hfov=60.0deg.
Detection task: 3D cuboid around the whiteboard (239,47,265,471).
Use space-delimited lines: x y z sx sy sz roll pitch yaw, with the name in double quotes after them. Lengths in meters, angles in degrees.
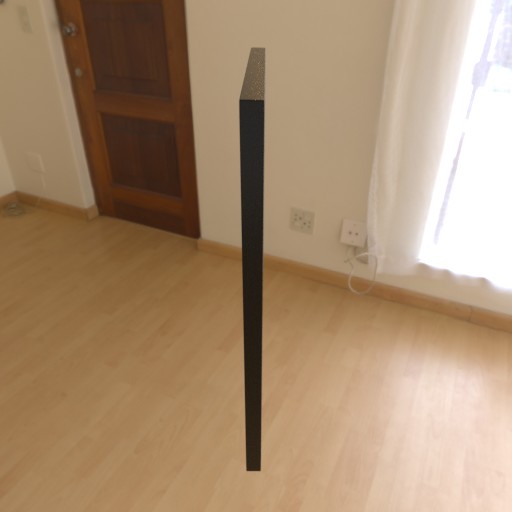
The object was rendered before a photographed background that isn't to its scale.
0.000 0.000 0.766 0.026 0.611 0.406 1 32 1 "whiteboard"
